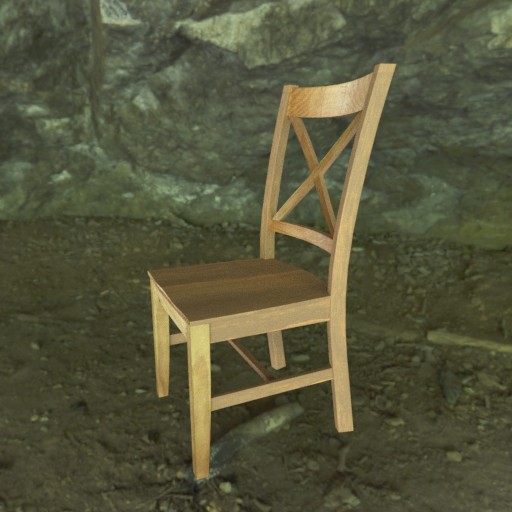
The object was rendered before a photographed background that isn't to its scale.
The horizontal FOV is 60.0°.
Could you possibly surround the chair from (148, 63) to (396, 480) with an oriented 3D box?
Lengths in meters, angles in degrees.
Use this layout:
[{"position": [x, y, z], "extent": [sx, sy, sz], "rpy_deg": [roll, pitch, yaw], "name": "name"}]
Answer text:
[{"position": [0.000, 0.000, 1.265], "extent": [0.542, 0.983, 0.485], "rpy_deg": [-7, 16, -24], "name": "chair"}]
